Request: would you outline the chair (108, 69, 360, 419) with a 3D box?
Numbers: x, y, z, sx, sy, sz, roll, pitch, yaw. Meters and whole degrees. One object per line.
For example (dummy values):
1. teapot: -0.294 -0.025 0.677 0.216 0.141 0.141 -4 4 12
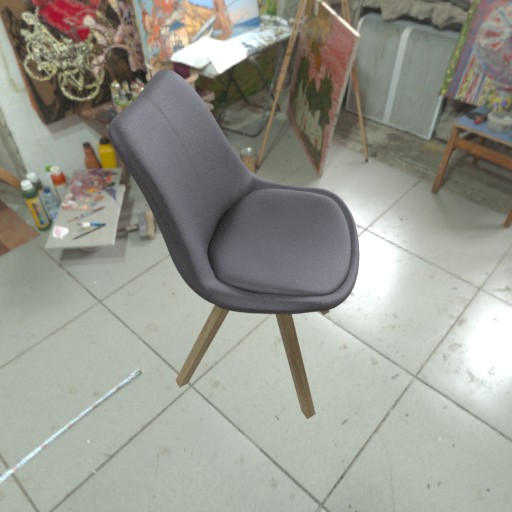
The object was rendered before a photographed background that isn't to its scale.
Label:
1. chair: 0.000 0.000 1.209 0.547 0.865 0.483 9 46 9
